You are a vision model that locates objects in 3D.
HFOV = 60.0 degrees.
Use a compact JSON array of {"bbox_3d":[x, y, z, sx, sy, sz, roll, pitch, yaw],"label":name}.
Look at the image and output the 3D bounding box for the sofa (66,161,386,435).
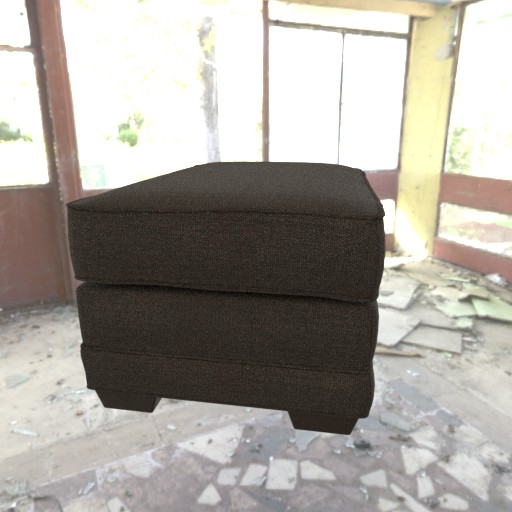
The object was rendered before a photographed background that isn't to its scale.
[{"bbox_3d":[0.000,0.000,1.191,0.578,0.457,0.854,3,17,9],"label":"sofa"}]
